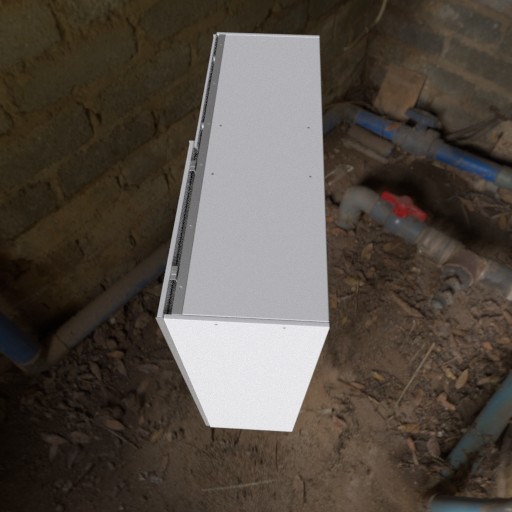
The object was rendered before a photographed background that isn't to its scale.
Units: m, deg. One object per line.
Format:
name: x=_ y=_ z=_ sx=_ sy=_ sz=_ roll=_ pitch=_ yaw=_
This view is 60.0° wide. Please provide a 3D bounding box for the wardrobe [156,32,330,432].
wardrobe: x=0.000 y=0.000 z=2.890 sx=0.629 sy=1.960 sz=1.780 roll=3 pitch=58 yaw=2
